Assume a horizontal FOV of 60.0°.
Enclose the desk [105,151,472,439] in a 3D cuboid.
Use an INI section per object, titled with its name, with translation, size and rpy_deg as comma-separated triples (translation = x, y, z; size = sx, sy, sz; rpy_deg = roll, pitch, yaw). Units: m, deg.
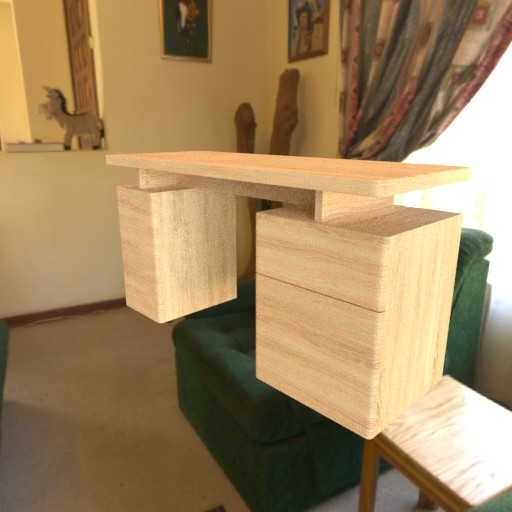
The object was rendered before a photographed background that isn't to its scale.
[desk]
translation = 0.000, 0.000, 1.790
size = 0.550, 0.760, 1.400
rpy_deg = -15, 22, -42
